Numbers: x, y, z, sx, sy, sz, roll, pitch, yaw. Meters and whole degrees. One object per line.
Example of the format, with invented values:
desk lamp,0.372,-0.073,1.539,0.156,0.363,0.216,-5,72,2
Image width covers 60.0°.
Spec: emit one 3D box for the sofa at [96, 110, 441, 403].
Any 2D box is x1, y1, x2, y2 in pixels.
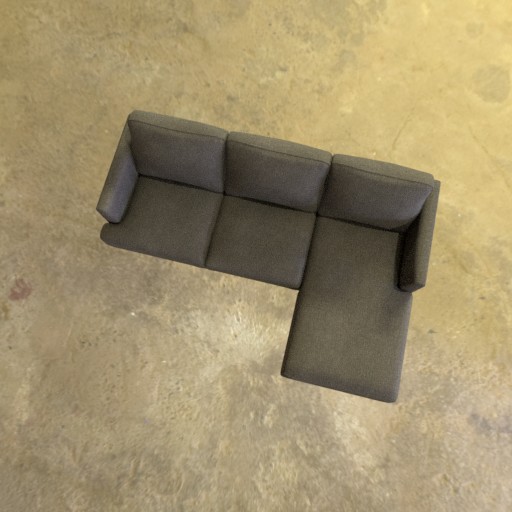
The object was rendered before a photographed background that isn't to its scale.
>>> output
sofa,0.000,0.000,3.092,2.233,0.956,1.504,13,76,3
